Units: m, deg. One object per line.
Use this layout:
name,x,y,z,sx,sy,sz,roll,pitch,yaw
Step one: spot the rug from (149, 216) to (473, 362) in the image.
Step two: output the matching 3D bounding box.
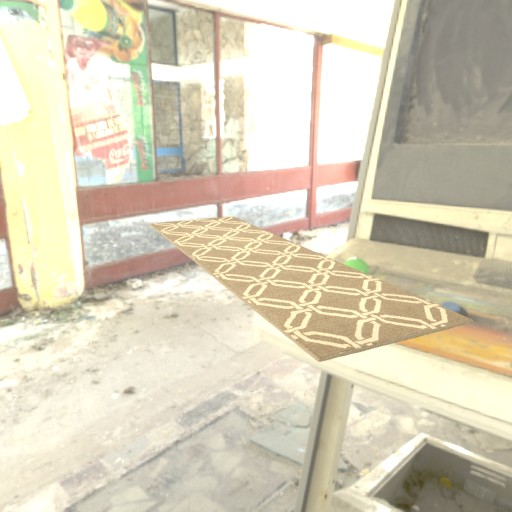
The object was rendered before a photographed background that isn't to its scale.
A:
rug,0.000,0.000,2.474,0.678,0.014,2.276,-8,17,-25
